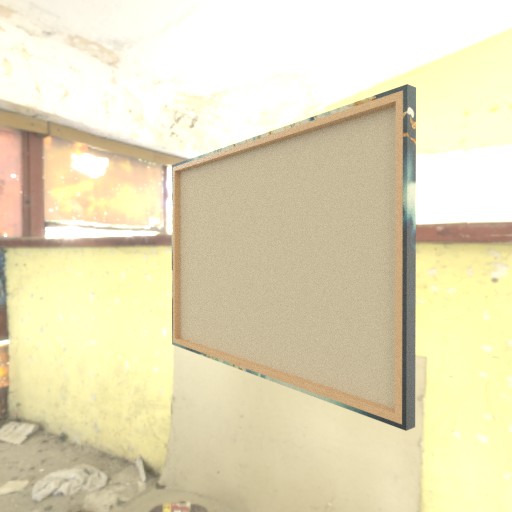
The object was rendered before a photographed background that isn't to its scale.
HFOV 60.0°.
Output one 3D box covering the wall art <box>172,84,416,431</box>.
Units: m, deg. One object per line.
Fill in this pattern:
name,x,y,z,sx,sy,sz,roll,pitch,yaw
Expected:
wall art,0.000,0.000,1.434,0.035,0.759,1.138,0,1,-37
